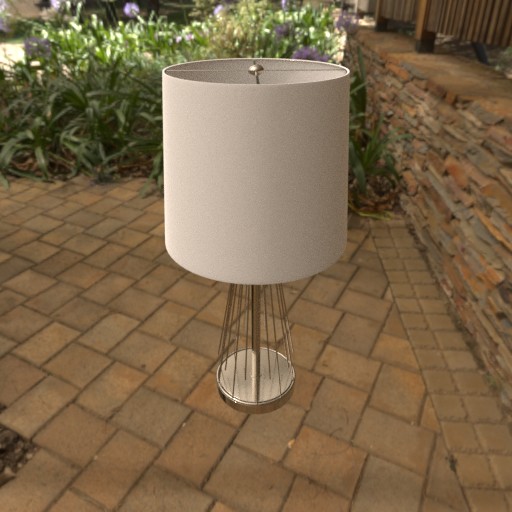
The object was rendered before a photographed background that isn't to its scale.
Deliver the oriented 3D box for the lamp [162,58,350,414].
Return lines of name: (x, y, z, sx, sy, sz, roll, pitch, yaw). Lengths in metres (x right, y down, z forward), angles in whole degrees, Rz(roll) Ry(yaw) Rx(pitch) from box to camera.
lamp: (0.000, 0.000, 0.773, 0.303, 0.618, 0.303, 0, 30, 0)
